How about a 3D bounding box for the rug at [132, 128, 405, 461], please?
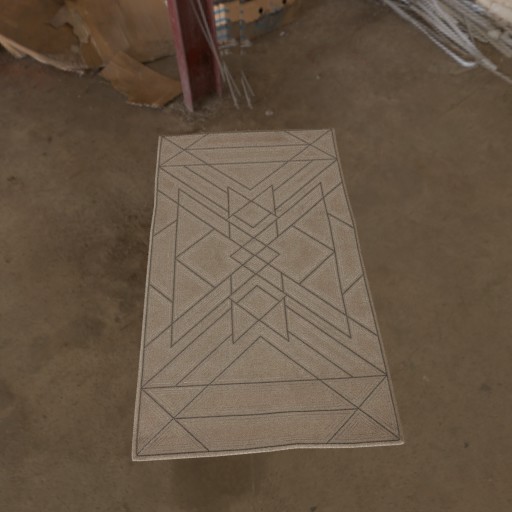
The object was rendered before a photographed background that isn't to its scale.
[{"bbox_3d":[0.000,0.000,1.057,0.511,0.008,0.869,-3,57,-2],"label":"rug"}]
